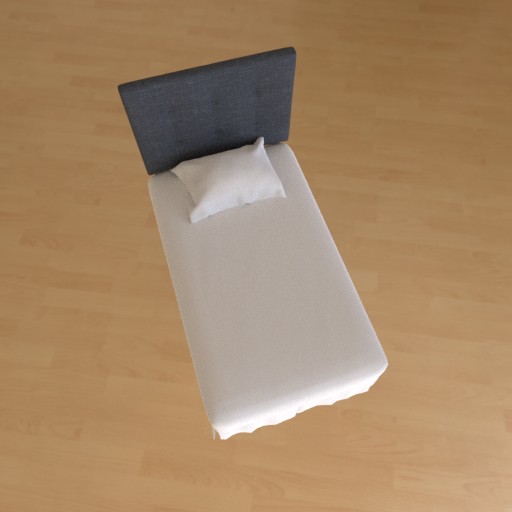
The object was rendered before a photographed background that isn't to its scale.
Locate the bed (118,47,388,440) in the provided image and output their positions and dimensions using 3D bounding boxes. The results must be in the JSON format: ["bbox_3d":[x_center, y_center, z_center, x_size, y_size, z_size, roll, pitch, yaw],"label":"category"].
[{"bbox_3d":[0.000,0.000,3.019,1.261,1.571,1.997,-16,64,-8],"label":"bed"}]
